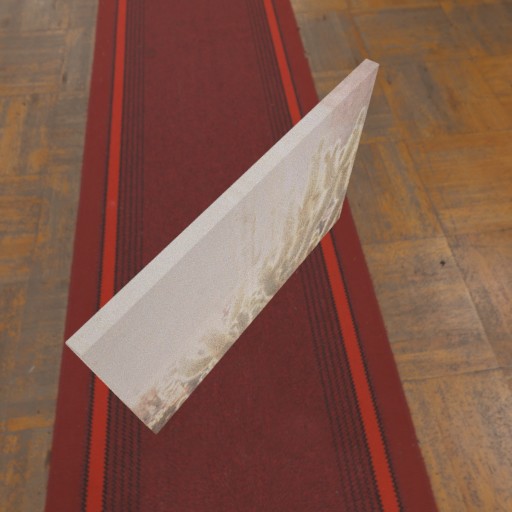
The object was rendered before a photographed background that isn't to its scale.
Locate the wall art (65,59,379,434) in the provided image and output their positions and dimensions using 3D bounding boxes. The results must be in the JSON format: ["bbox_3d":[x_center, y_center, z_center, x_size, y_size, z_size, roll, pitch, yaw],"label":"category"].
[{"bbox_3d":[0.000,0.000,1.128,0.040,0.608,0.916,33,63,19],"label":"wall art"}]
